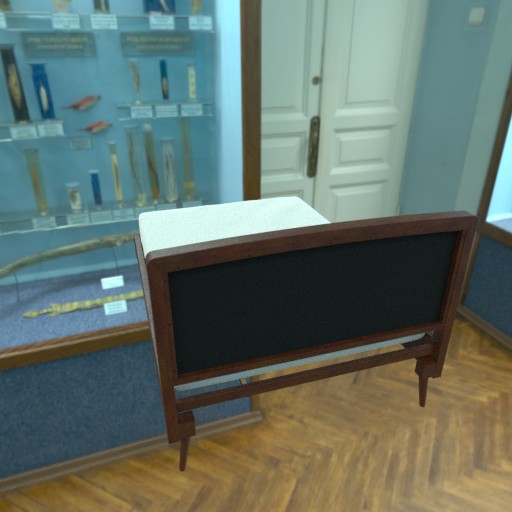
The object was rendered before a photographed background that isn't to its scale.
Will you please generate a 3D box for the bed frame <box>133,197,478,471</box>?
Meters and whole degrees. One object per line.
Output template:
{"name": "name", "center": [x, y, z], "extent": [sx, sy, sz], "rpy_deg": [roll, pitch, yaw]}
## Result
{"name": "bed frame", "center": [0.000, 0.000, 3.131], "extent": [1.587, 1.279, 2.171], "rpy_deg": [-8, 27, -16]}
